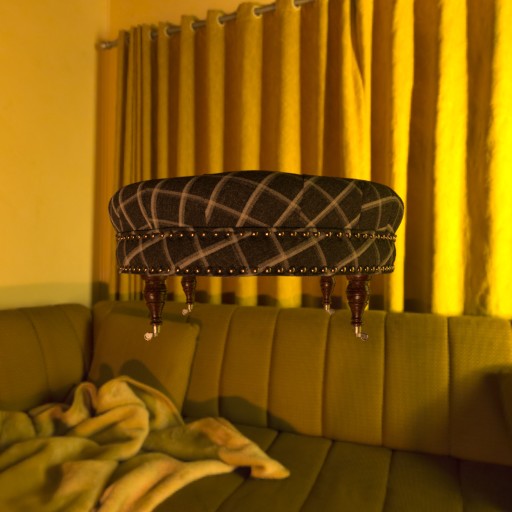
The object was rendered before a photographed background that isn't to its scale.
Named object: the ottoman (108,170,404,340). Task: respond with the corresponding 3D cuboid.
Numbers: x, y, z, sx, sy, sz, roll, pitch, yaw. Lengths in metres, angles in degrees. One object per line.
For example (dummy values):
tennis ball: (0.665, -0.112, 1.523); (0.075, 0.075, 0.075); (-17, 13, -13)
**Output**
ottoman: (0.000, 0.000, 1.419); (0.901, 0.439, 0.901); (0, 0, 0)
